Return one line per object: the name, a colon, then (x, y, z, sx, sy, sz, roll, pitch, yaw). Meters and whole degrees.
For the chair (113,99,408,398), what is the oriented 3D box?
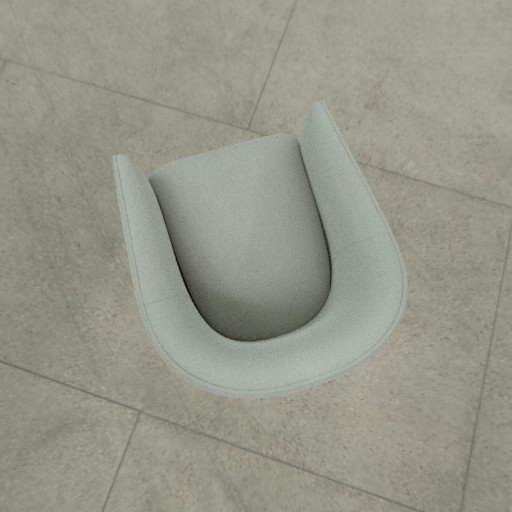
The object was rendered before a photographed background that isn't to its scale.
chair: (0.000, 0.000, 1.480, 0.747, 0.799, 0.875, -16, 75, -5)
